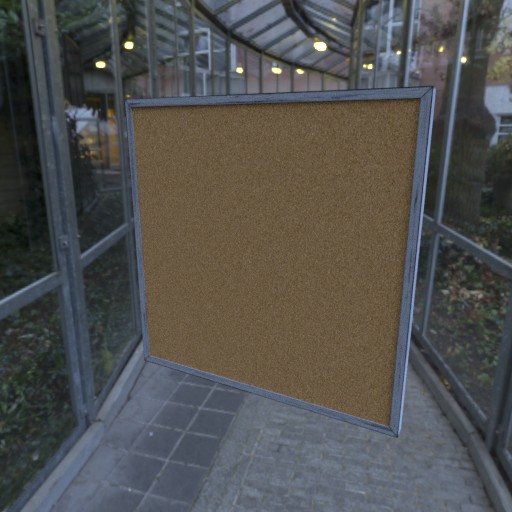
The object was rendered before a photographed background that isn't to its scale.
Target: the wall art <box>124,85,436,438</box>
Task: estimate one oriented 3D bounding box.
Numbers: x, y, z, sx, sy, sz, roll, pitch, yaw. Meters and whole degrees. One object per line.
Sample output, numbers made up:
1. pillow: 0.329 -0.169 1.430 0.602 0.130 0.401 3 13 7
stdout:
1. wall art: 0.000 0.000 1.106 0.761 0.761 0.037 8 18 27
